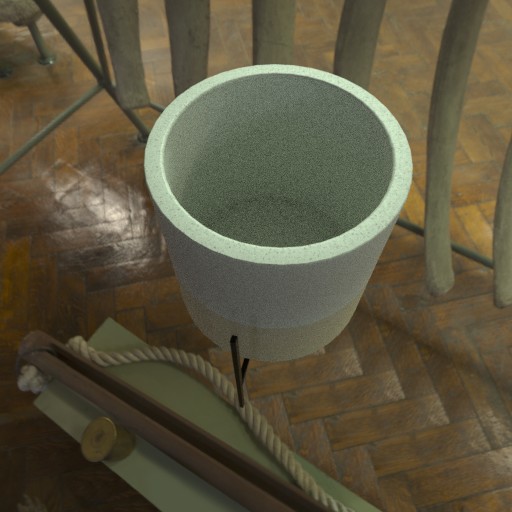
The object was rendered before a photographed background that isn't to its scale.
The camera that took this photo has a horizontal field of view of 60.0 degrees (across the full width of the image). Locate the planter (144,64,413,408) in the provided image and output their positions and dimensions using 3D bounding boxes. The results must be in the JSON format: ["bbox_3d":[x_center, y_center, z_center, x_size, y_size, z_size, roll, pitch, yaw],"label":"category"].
[{"bbox_3d":[0.000,0.000,0.544,0.267,0.362,0.263,29,64,16],"label":"planter"}]
